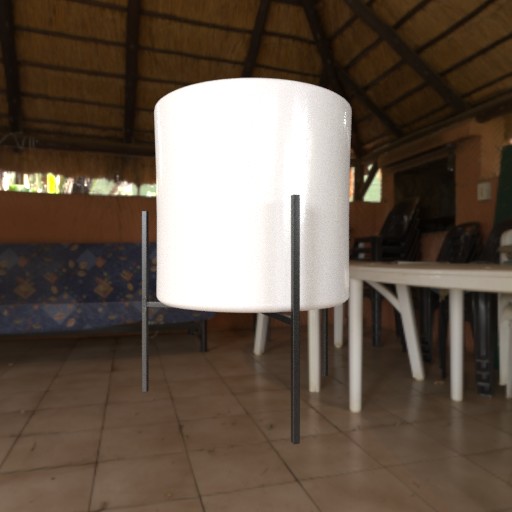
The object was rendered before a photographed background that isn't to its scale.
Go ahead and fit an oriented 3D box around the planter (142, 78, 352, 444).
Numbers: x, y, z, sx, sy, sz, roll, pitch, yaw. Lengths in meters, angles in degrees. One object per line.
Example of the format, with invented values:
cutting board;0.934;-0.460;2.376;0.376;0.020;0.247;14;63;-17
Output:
planter;0.000;0.000;0.738;0.360;0.480;0.361;0;0;-17
